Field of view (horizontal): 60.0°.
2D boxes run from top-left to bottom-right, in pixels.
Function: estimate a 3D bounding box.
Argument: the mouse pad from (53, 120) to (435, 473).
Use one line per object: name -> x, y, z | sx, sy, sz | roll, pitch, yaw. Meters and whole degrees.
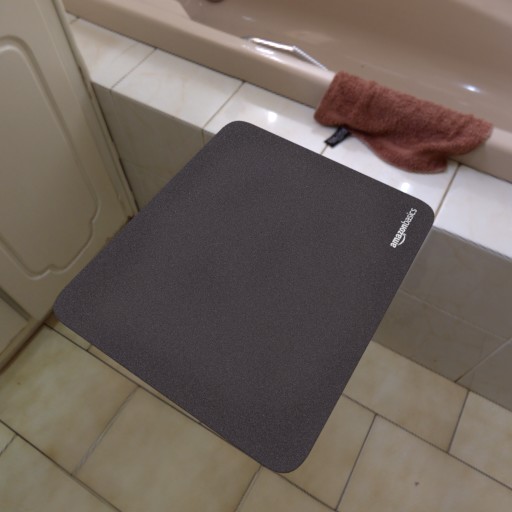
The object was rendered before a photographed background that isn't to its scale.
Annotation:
mouse pad -> 0.000, 0.000, 0.444 | 0.269, 0.002, 0.315 | 29, 62, 17
